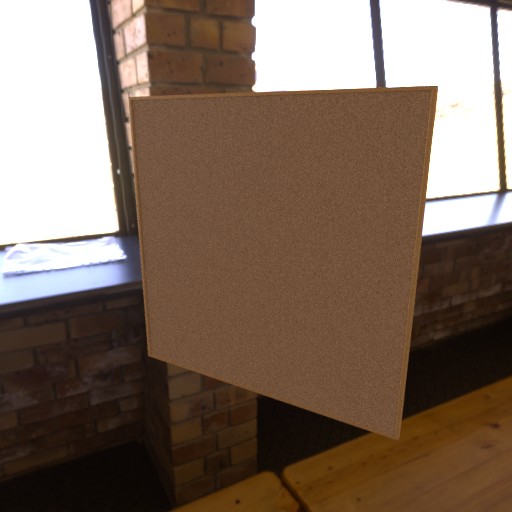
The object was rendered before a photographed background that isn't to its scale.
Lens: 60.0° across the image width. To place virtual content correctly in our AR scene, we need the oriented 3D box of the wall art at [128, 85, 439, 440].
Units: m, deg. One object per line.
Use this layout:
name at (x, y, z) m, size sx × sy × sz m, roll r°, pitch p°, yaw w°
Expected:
wall art at (0.000, 0.000, 0.656) m, size 0.457 × 0.455 × 0.013 m, roll 10°, pitch 19°, yaw 29°
